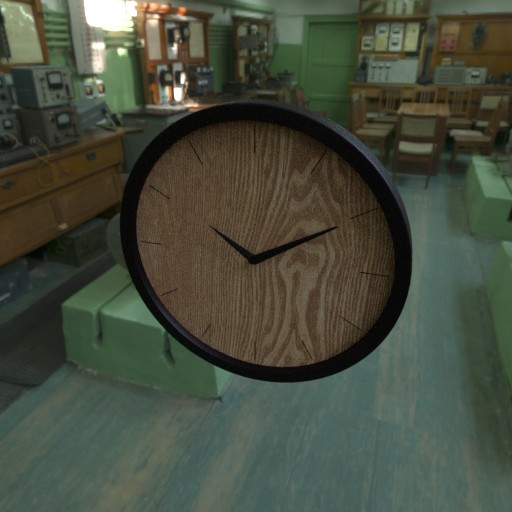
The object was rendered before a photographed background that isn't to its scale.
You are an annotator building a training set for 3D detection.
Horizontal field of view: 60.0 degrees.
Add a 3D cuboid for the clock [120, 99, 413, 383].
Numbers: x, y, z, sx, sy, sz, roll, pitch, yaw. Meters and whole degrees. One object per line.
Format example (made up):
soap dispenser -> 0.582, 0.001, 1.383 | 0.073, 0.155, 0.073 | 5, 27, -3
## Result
clock -> 0.000, 0.000, 0.471 | 0.314, 0.314, 0.029 | 8, 27, 16
